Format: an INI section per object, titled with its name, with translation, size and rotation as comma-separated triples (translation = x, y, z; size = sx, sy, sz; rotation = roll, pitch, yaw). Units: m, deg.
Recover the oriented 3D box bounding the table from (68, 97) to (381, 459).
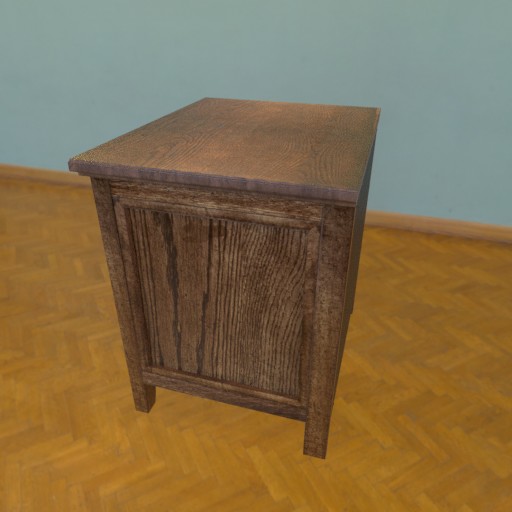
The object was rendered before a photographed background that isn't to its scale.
[table]
translation = 0.000, 0.000, 1.044
size = 0.461, 0.597, 0.586
rotation = 8, 31, 15
